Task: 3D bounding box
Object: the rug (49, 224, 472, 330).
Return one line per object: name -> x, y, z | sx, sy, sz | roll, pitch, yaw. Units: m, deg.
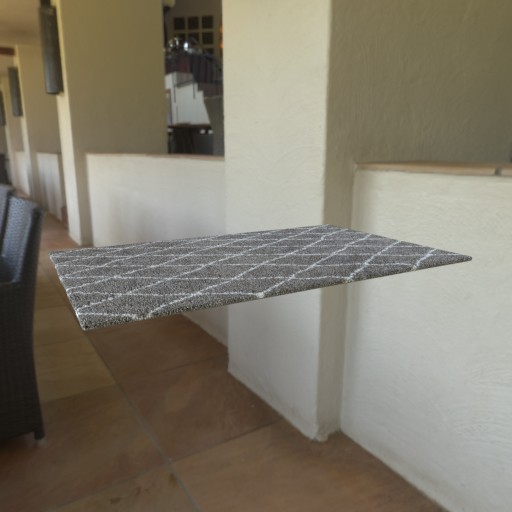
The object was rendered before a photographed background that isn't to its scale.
rug -> 0.000, 0.000, 2.995 | 2.438, 0.030, 1.524 | -7, 15, -28
